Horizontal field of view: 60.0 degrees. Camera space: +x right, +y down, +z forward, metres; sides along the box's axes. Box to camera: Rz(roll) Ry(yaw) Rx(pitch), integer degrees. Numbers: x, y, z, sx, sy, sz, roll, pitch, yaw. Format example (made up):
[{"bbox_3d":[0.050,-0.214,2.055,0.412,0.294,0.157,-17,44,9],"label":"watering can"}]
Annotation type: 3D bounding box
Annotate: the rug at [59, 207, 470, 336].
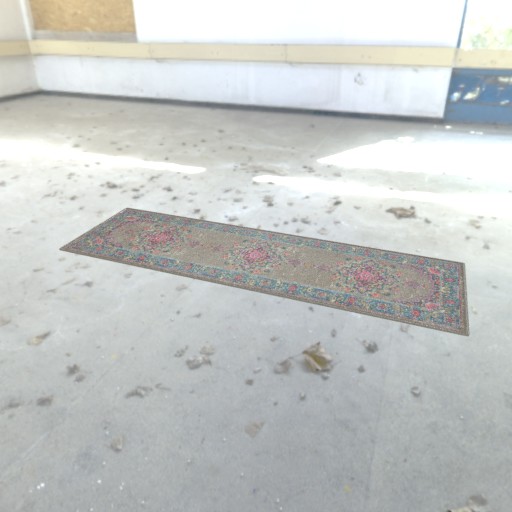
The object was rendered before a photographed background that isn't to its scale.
[{"bbox_3d":[0.000,0.000,2.076,1.827,0.012,0.553,10,31,18],"label":"rug"}]
